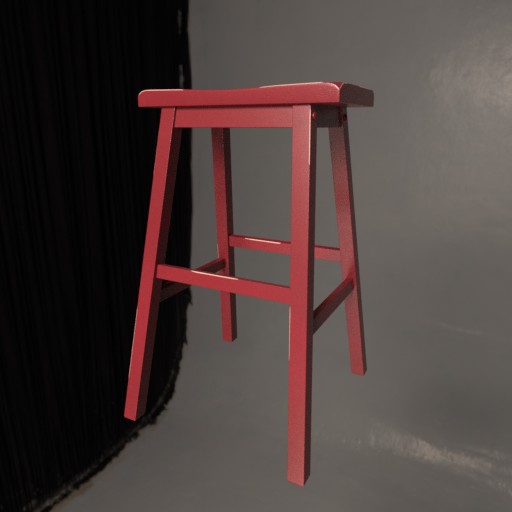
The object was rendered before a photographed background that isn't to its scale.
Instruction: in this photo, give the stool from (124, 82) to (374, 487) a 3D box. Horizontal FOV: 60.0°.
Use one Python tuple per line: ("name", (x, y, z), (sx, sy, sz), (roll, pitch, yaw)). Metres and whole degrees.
("stool", (0.000, 0.000, 1.047), (0.457, 0.737, 0.476), (9, 19, 27))
